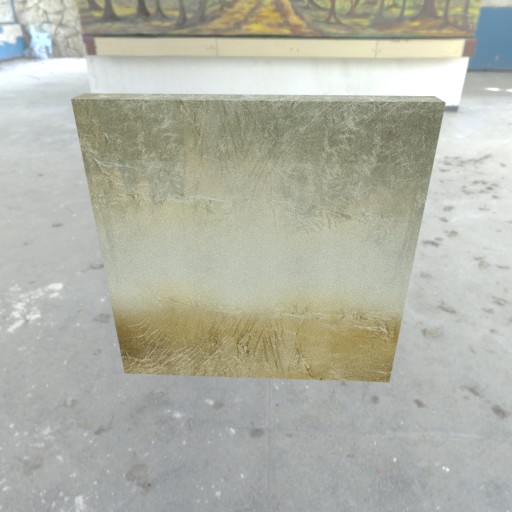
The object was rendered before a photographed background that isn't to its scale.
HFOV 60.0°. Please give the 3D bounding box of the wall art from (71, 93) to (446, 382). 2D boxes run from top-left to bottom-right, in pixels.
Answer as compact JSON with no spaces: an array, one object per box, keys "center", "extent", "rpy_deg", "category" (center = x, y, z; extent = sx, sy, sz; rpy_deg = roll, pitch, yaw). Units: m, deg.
[{"center":[0.000,0.000,0.595],"extent":[0.405,0.407,0.038],"rpy_deg":[1,29,2],"category":"wall art"}]
